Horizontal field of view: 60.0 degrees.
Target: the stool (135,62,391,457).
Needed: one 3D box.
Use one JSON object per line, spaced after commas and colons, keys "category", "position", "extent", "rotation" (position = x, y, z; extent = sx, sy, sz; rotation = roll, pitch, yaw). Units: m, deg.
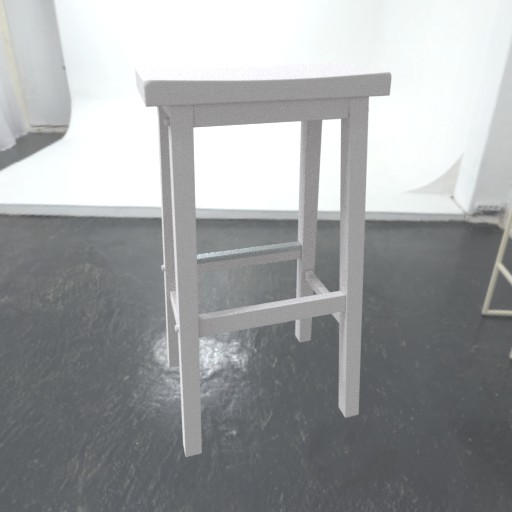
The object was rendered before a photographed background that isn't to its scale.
{"category": "stool", "position": [0.000, 0.000, 0.952], "extent": [0.406, 0.742, 0.322], "rotation": [-8, 29, -15]}
